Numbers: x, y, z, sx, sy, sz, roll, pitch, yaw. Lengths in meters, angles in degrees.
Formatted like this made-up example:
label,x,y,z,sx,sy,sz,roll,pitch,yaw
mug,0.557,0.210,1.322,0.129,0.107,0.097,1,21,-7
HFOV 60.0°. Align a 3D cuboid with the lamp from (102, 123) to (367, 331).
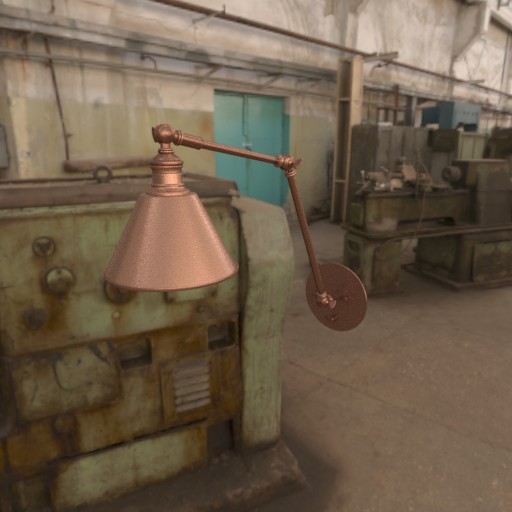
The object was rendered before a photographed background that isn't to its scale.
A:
label,x,y,z,sx,sy,sz,roll,pitch,yaw
lamp,0.000,0.000,0.890,0.223,0.502,0.624,14,21,43
